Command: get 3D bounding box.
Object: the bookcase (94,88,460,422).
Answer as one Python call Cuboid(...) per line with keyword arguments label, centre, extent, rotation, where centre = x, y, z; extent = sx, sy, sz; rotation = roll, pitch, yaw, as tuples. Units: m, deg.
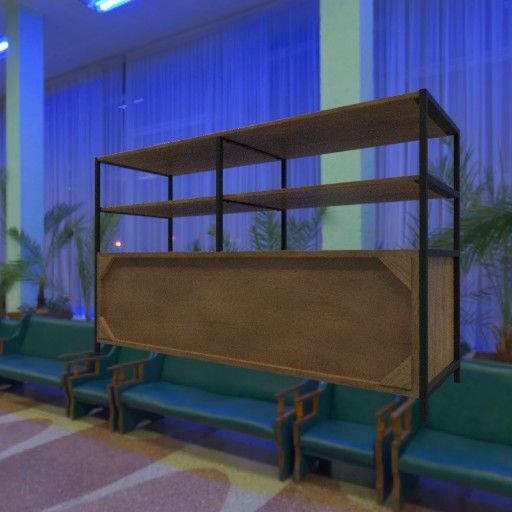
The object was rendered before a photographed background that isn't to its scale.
Cuboid(label="bookcase", centre=(0.000, 0.000, 1.427), extent=(1.149, 0.712, 0.391), rotation=(0, 0, 35))
